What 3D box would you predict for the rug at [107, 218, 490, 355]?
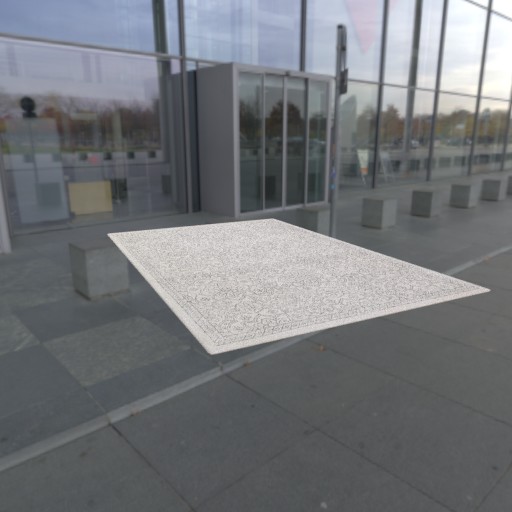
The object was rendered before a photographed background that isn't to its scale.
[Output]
[{"bbox_3d":[0.000,0.000,2.905,1.524,0.011,2.286,-7,17,-26],"label":"rug"}]
